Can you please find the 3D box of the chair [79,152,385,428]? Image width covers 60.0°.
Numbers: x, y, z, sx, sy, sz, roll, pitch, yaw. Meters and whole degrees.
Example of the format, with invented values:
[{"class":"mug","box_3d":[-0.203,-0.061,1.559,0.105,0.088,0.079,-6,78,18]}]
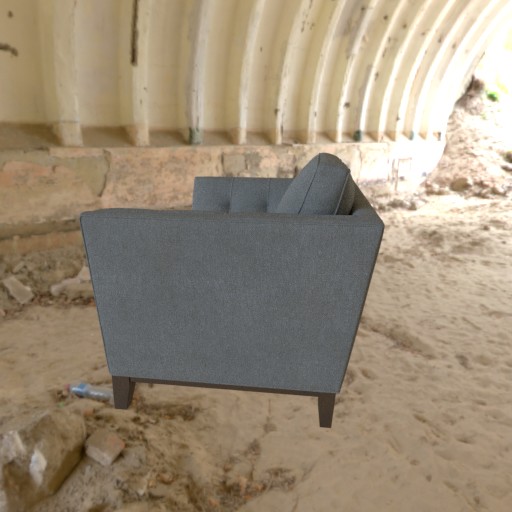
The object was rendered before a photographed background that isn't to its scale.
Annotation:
[{"class":"chair","box_3d":[0.000,0.000,2.095,0.965,0.942,1.396,2,15,8]}]
